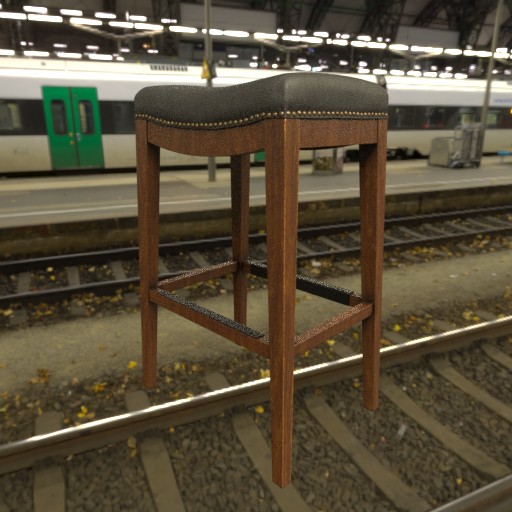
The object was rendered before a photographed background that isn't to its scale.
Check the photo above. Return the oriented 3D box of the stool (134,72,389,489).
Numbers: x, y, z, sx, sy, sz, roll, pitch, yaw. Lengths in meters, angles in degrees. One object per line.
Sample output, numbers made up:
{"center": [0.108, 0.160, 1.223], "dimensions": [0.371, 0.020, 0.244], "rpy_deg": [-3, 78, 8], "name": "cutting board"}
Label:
{"center": [0.000, 0.000, 1.039], "dimensions": [0.500, 0.765, 0.361], "rpy_deg": [16, 23, 42], "name": "stool"}
